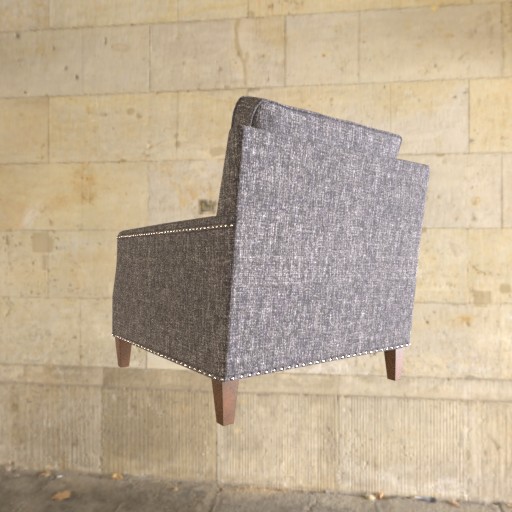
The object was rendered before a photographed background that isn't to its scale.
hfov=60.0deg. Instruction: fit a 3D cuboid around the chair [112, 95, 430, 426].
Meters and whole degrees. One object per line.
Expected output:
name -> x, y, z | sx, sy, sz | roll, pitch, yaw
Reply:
chair -> 0.000, 0.000, 1.773 | 0.853, 0.943, 1.014 | 0, 0, -36
